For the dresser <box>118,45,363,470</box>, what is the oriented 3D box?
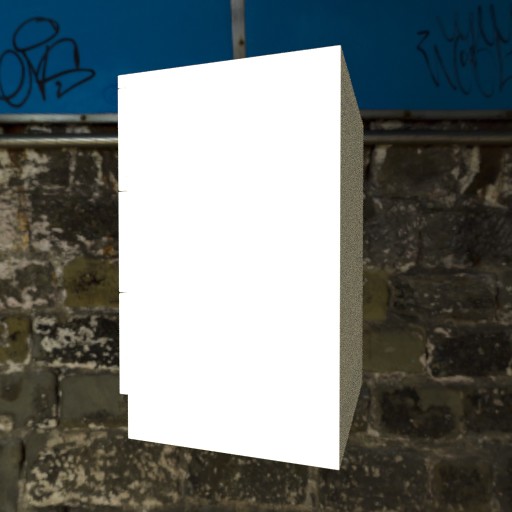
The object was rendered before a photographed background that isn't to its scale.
[{"bbox_3d":[0.000,0.000,0.829,0.360,0.560,0.400,0,1,18],"label":"dresser"}]
